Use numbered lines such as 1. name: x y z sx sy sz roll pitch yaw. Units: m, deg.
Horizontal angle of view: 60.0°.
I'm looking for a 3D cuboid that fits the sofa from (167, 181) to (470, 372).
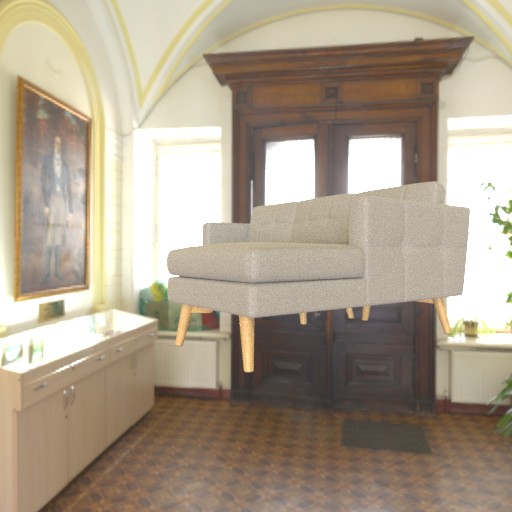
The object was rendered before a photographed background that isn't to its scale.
1. sofa: 0.000 0.000 2.844 1.530 0.860 2.040 0 0 -36
